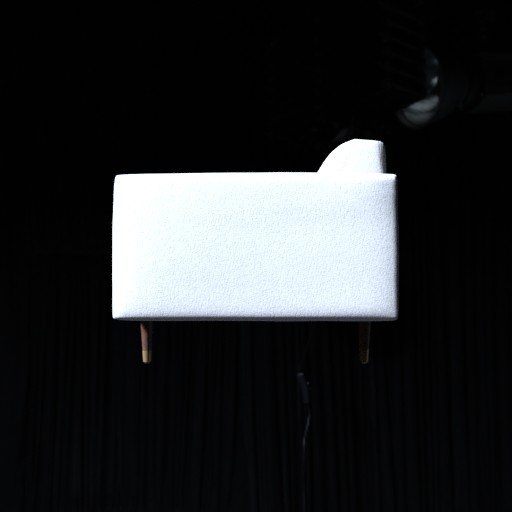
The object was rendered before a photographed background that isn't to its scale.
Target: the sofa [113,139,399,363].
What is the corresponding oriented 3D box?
[{"bbox_3d":[0.000,0.000,2.384,0.969,0.814,1.895,0,-1,0],"label":"sofa"}]
